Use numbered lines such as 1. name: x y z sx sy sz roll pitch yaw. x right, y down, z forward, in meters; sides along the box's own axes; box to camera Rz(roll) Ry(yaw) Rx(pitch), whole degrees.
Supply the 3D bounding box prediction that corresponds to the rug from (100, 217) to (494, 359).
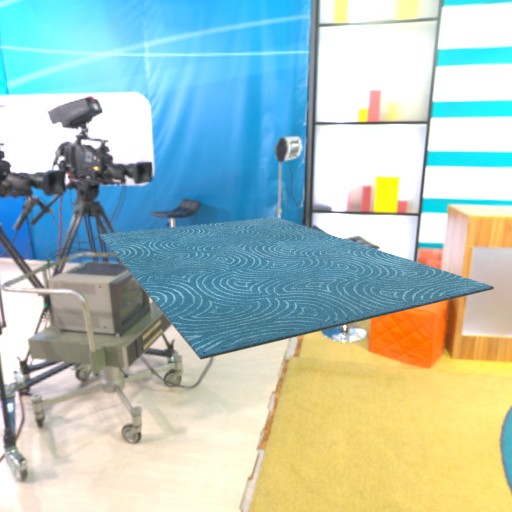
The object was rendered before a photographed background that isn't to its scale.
1. rug: 0.000 0.000 2.767 1.543 0.015 2.144 -8 17 -26
